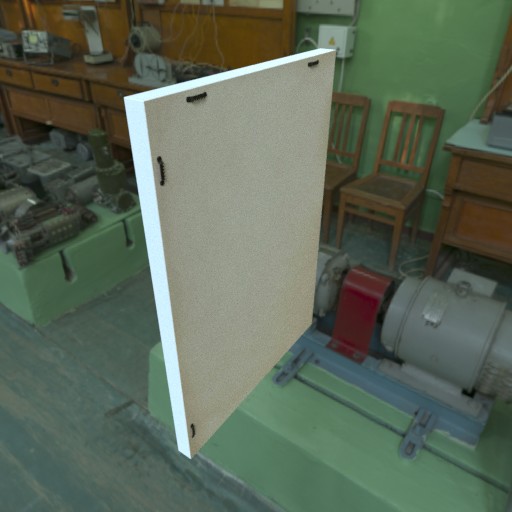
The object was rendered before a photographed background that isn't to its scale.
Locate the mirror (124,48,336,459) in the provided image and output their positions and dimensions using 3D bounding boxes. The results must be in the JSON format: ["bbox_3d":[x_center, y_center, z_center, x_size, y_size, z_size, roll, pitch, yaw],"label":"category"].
[{"bbox_3d":[0.000,0.000,0.897,0.040,0.710,0.507,21,38,29],"label":"mirror"}]
